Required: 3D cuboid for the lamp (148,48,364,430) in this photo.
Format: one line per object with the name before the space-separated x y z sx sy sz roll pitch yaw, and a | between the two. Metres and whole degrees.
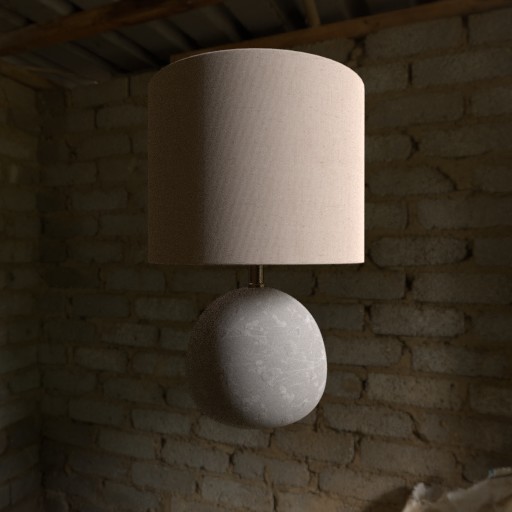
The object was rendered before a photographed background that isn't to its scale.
lamp | 0.000 0.000 0.568 0.269 0.409 0.269 0 0 -17
